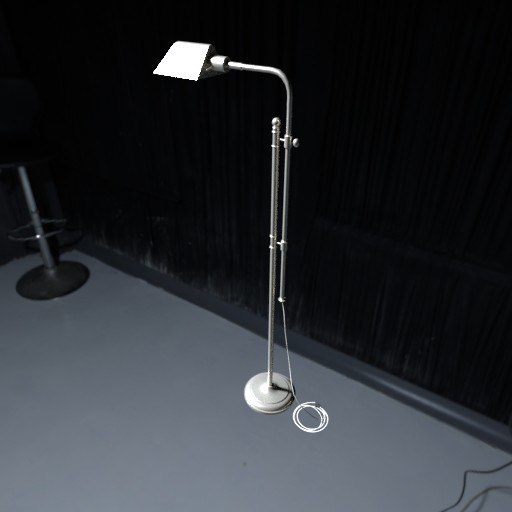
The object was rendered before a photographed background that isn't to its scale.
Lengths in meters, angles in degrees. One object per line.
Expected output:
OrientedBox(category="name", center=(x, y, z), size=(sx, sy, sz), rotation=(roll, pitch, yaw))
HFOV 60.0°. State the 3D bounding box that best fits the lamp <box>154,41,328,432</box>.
OrientedBox(category="lamp", center=(0.000, 0.000, 1.845), size=(0.813, 1.571, 0.256), rotation=(22, 38, 30))
